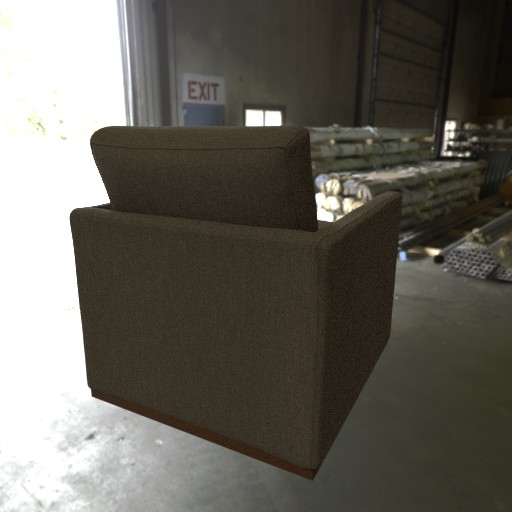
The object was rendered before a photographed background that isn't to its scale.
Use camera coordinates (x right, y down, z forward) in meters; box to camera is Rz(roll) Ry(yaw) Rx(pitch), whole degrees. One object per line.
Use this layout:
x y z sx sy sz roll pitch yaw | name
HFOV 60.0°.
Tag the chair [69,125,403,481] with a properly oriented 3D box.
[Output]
0.000 0.000 1.440 0.763 0.811 0.834 8 18 27 | chair
